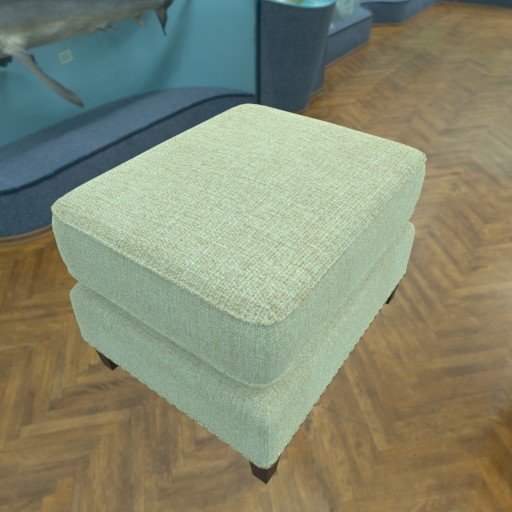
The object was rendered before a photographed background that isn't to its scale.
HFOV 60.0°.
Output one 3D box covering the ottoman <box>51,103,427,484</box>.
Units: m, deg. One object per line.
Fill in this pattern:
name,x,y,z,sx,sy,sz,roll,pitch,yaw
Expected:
ottoman,0.000,0.000,1.113,0.589,0.537,0.738,25,46,27
